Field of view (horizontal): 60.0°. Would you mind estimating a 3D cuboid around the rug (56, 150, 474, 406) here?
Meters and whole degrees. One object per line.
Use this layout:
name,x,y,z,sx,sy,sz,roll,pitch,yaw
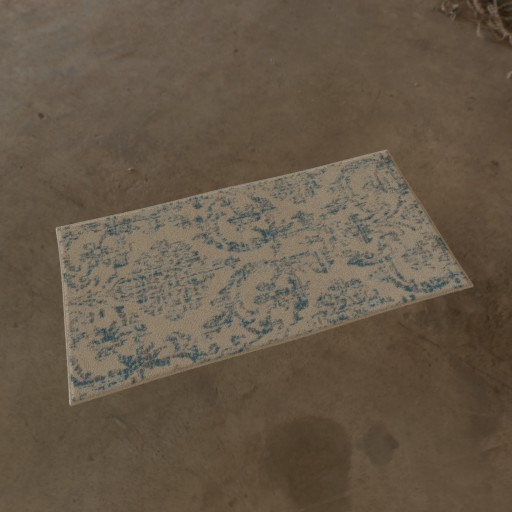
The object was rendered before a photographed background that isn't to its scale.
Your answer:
rug,0.000,0.000,1.421,1.220,0.007,0.605,-15,60,-9
